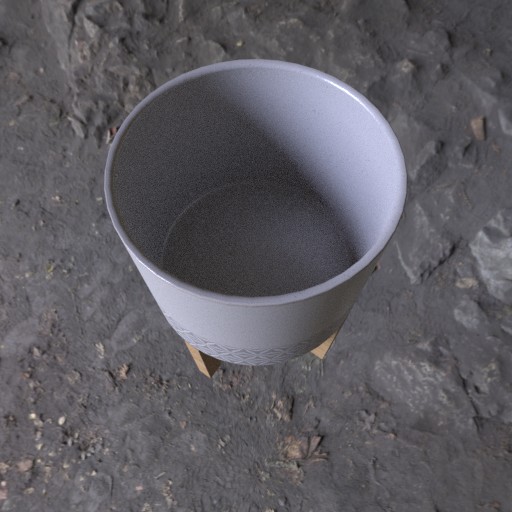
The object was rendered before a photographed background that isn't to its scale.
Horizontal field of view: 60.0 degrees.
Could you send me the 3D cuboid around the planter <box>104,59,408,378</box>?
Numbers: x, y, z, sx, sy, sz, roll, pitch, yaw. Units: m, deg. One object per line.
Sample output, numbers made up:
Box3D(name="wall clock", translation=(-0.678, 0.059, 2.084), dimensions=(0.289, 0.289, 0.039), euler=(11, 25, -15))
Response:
Box3D(name="planter", translation=(0.000, 0.000, 0.393), dimensions=(0.188, 0.260, 0.188), euler=(0, 63, 0))
